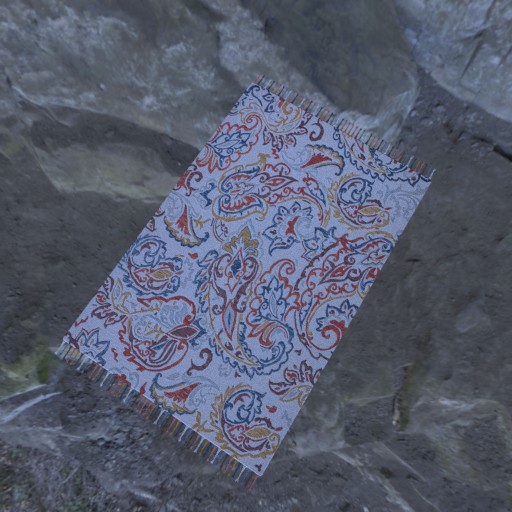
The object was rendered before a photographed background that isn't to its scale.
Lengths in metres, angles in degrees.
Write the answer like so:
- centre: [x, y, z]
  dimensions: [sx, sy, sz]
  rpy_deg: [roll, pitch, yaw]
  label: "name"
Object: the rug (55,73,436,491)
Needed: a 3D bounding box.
- centre: [0.000, 0.000, 2.414]
  dimensions: [1.218, 0.010, 1.997]
  rpy_deg: [32, 77, 8]
  label: "rug"
